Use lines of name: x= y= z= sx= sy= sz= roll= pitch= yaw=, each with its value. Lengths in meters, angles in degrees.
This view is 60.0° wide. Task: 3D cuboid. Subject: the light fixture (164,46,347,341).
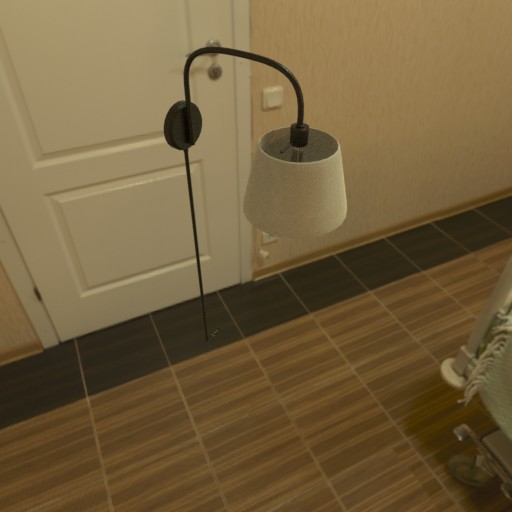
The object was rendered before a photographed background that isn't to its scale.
light fixture: x=0.000 y=0.000 z=0.463 sx=0.176 sy=0.399 sz=0.092 roll=25 pitch=46 yaw=26
